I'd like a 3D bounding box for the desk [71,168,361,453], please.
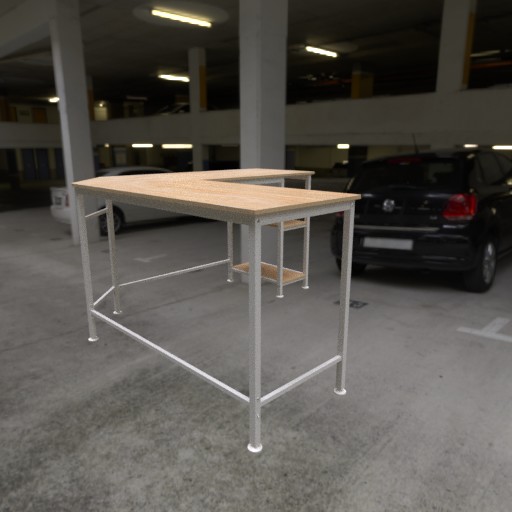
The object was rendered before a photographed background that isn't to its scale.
[{"bbox_3d":[0.000,0.000,2.177,1.379,0.739,1.379,-14,20,-43],"label":"desk"}]
